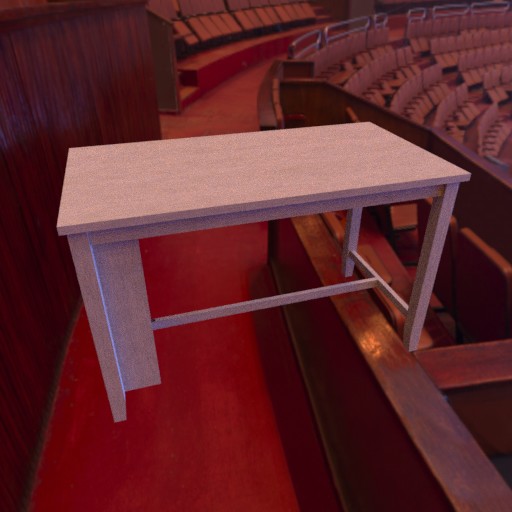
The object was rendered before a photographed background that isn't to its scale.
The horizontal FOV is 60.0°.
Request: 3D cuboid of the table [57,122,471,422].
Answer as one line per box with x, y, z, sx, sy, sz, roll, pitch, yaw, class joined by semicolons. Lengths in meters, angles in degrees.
0.000;0.000;1.946;1.397;0.874;0.729;-9;33;-15;table
